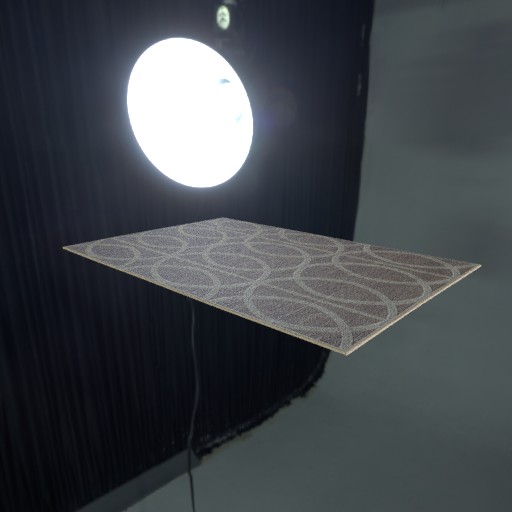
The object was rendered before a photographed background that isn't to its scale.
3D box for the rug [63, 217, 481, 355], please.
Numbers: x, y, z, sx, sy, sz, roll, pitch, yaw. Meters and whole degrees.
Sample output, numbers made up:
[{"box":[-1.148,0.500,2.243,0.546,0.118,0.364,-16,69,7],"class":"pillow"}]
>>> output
[{"box":[0.000,0.000,2.880,2.290,0.014,1.526,14,21,41],"class":"rug"}]
